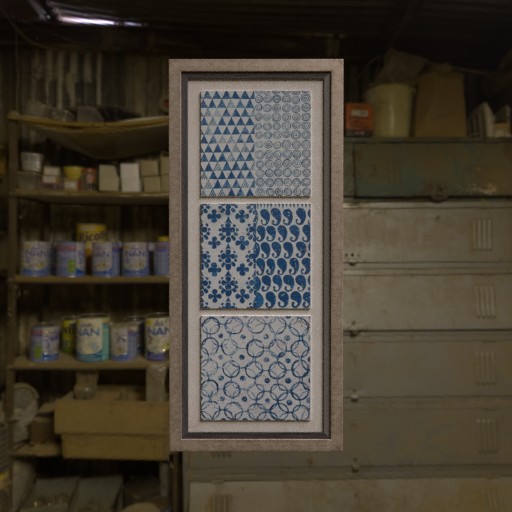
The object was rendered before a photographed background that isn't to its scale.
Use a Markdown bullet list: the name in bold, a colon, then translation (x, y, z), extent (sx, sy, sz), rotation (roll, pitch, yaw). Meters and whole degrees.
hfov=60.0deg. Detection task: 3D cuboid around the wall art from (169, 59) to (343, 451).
- **wall art**: translation (0.000, 0.000, 1.676), extent (0.648, 1.461, 0.051), rotation (0, 0, 0)
